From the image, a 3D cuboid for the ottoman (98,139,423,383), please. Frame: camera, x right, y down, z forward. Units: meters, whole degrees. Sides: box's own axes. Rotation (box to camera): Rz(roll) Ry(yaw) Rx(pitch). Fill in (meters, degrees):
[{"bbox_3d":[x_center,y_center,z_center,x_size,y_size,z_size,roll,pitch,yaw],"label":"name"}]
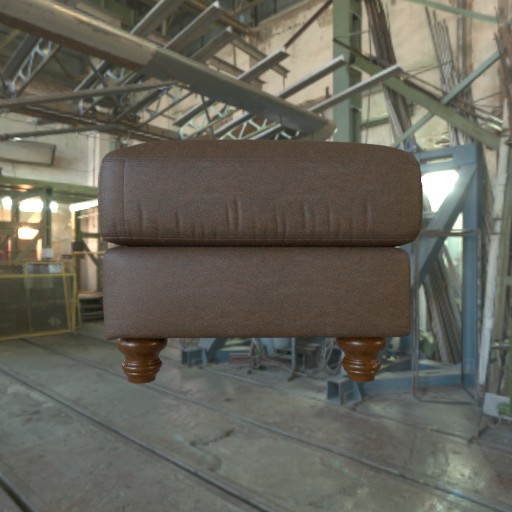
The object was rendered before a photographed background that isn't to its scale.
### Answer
[{"bbox_3d":[0.000,0.000,1.192,0.635,0.508,0.787,0,0,-1],"label":"ottoman"}]
